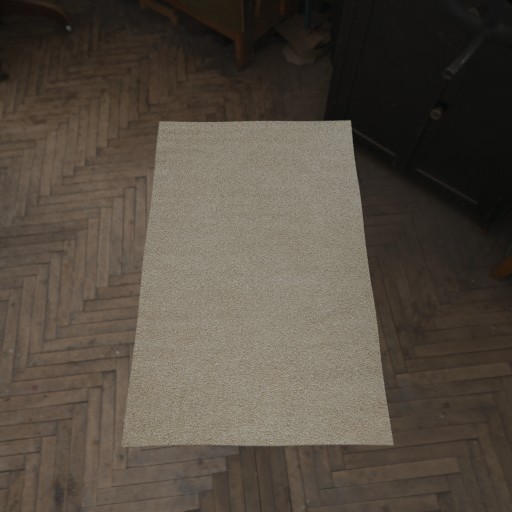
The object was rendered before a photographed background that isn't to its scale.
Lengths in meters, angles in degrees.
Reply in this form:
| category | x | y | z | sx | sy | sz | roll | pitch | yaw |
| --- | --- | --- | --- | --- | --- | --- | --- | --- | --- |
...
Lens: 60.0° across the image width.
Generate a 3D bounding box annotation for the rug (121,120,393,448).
| category | x | y | z | sx | sy | sz | roll | pitch | yaw |
| --- | --- | --- | --- | --- | --- | --- | --- | --- | --- |
| rug | 0.000 | 0.000 | 2.964 | 1.500 | 0.025 | 2.346 | 0 | 64 | 0 |
